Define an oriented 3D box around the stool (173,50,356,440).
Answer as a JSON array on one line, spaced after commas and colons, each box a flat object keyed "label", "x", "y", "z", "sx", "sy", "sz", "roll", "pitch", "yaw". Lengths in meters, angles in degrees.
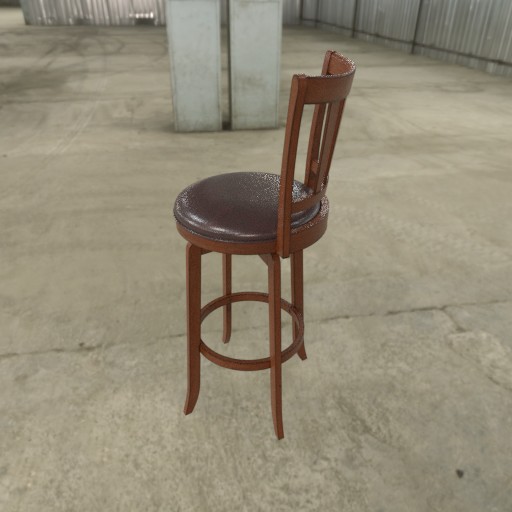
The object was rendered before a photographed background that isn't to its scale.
[{"label": "stool", "x": 0.000, "y": 0.000, "z": 1.432, "sx": 0.503, "sy": 1.177, "sz": 0.464, "roll": 9, "pitch": 32, "yaw": 15}]
